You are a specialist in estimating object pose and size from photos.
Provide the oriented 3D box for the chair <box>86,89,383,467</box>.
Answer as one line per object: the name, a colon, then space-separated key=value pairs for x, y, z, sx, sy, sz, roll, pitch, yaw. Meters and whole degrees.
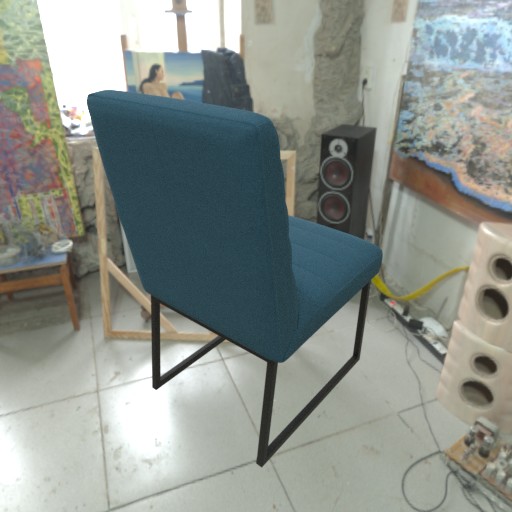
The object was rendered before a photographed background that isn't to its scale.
chair: x=0.000 y=0.000 z=1.279 sx=0.520 sy=0.930 sz=0.634 roll=21 pitch=35 yaw=34
